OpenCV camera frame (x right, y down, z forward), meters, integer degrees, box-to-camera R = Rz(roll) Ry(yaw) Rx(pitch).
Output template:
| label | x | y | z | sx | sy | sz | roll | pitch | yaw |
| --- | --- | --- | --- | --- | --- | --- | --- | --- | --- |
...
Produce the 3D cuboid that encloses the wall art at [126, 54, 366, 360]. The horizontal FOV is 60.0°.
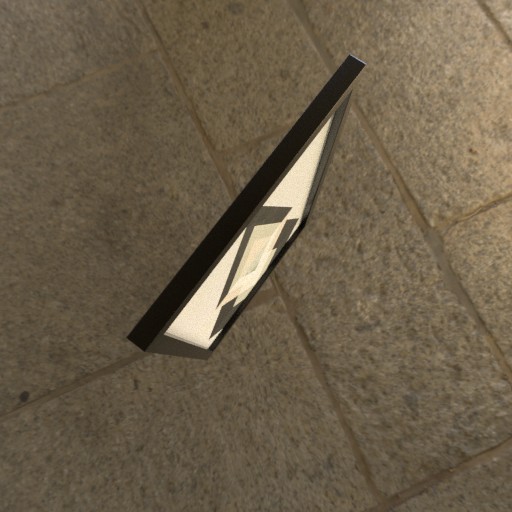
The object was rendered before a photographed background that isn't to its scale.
| label | x | y | z | sx | sy | sz | roll | pitch | yaw |
| --- | --- | --- | --- | --- | --- | --- | --- | --- | --- |
| wall art | 0.000 | 0.000 | 0.591 | 0.019 | 0.455 | 0.314 | 35 | 79 | 8 |
